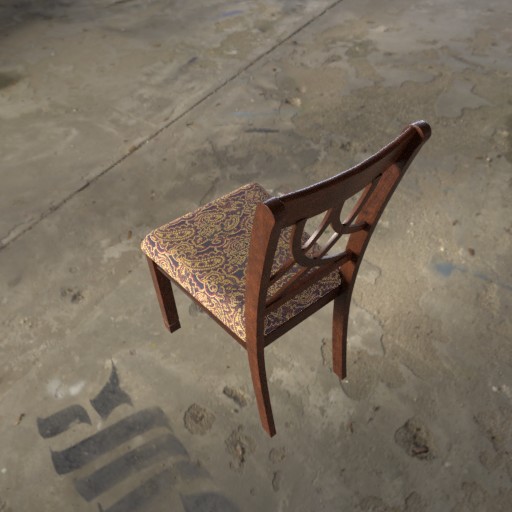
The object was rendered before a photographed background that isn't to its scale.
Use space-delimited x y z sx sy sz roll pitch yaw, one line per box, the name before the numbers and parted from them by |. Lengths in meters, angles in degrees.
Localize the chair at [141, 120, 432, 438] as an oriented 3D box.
chair | 0.000 0.000 1.257 0.457 0.965 0.584 -30 55 -24
